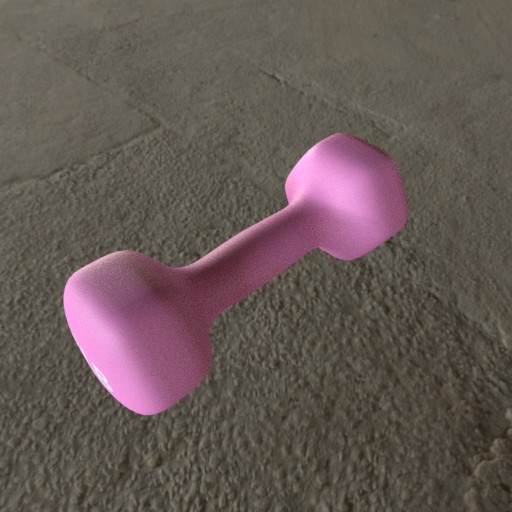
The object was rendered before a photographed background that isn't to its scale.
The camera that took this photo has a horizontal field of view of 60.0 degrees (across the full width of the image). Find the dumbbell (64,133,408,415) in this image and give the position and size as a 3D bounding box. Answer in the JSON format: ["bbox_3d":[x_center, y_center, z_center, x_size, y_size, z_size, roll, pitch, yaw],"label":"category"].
[{"bbox_3d":[0.000,0.000,0.194,0.159,0.058,0.064,-32,53,-28],"label":"dumbbell"}]
